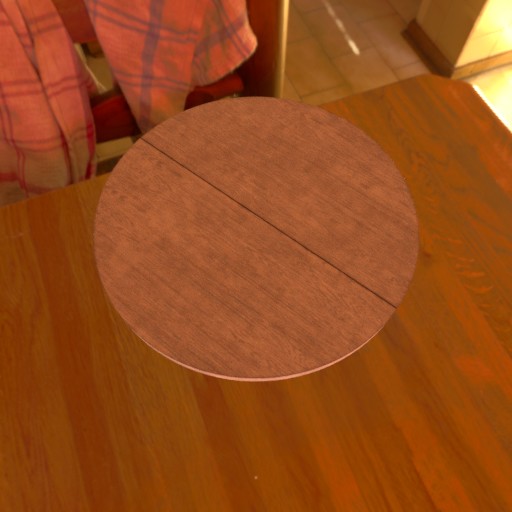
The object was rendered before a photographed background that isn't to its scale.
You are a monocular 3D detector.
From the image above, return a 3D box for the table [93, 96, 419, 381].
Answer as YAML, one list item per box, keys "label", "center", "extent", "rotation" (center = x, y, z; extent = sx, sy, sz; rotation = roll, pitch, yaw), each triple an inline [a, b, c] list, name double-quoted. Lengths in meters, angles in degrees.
- label: "table"
  center: [0.000, 0.000, 2.220]
  extent: [1.363, 0.781, 1.363]
  rotation: [0, 63, 0]
